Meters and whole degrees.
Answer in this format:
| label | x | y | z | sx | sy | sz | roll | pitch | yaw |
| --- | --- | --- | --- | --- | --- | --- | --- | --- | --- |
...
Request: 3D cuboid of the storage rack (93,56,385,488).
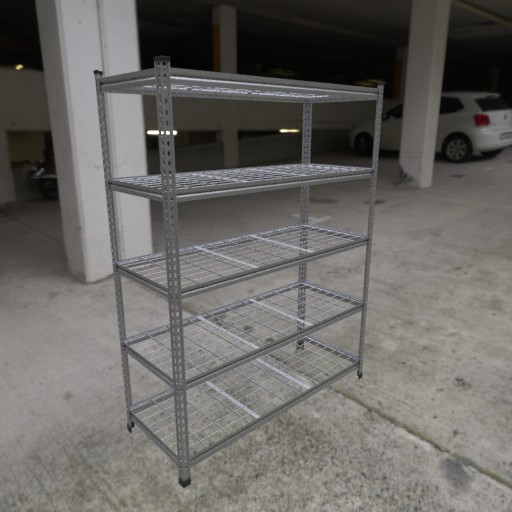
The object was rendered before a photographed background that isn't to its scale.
| label | x | y | z | sx | sy | sz | roll | pitch | yaw |
| --- | --- | --- | --- | --- | --- | --- | --- | --- | --- |
| storage rack | 0.000 | 0.000 | 2.635 | 1.524 | 1.981 | 0.610 | -14 | 21 | -40 |
